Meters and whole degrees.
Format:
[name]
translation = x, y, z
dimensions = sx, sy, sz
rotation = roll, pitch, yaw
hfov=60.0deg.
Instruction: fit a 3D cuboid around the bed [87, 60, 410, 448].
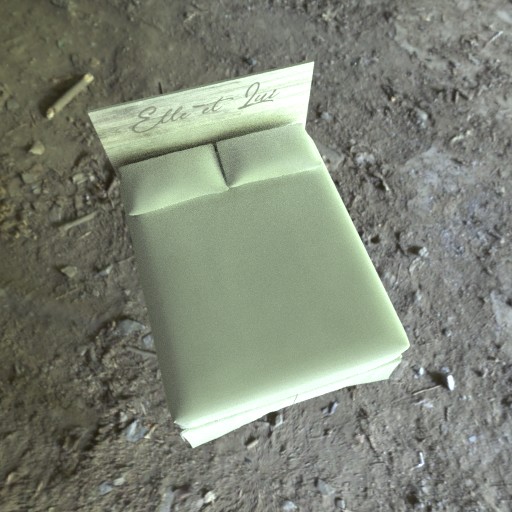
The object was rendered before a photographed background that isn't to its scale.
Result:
[bed]
translation = 0.000, 0.000, 3.208
dimensions = 1.745, 1.335, 2.094
rotation = -16, 65, -8
